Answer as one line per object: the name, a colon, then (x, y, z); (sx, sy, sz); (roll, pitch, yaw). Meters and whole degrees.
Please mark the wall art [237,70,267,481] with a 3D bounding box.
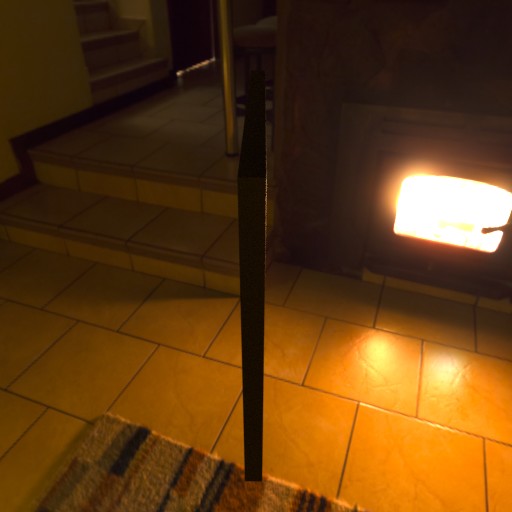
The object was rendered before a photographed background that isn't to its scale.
wall art: (0.000, 0.000, 0.771); (0.028, 0.511, 0.513); (0, 33, 1)
